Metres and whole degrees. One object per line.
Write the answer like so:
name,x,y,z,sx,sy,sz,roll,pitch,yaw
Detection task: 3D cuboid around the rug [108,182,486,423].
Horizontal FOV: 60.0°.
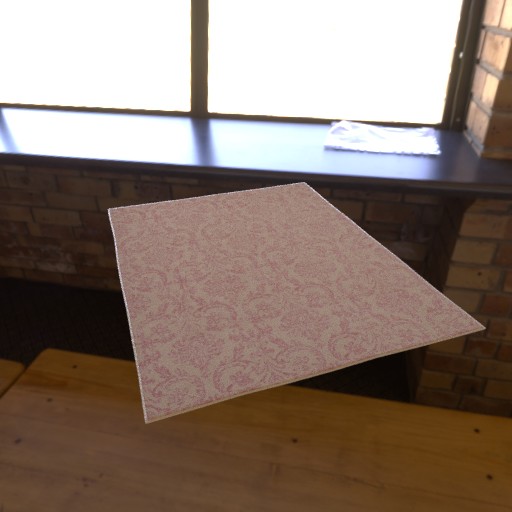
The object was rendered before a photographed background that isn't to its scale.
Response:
rug,0.000,0.000,3.975,2.363,0.012,2.980,-10,32,-17
